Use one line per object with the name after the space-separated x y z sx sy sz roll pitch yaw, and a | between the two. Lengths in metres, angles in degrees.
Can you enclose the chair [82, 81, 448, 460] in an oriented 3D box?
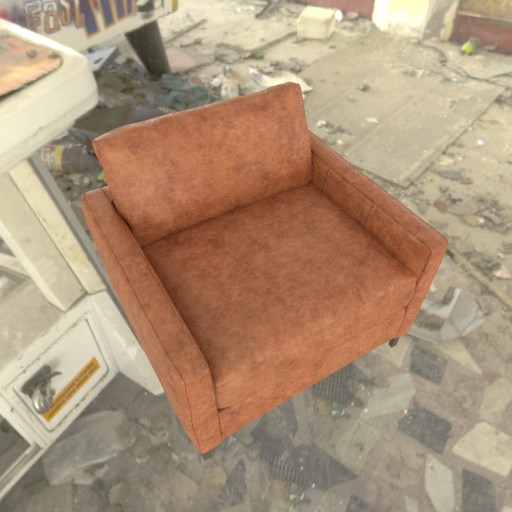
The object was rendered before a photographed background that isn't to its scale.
0.000 0.000 1.603 0.967 0.869 0.862 -24 51 -21 | chair
